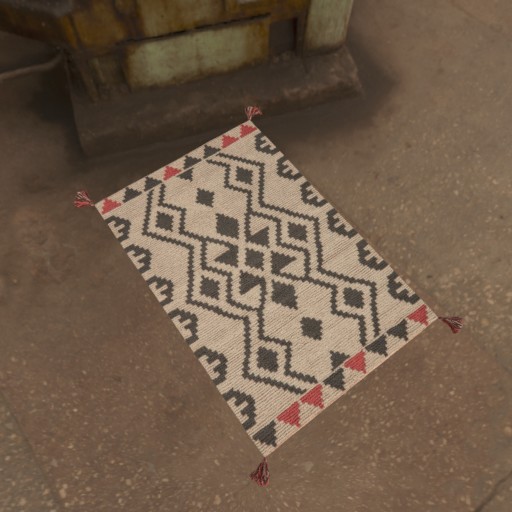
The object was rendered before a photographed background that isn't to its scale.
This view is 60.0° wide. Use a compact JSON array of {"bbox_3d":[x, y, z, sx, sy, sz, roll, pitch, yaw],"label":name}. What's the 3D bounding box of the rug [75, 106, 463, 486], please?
[{"bbox_3d":[0.000,0.000,2.648,1.444,0.067,2.069,-33,68,-15],"label":"rug"}]
